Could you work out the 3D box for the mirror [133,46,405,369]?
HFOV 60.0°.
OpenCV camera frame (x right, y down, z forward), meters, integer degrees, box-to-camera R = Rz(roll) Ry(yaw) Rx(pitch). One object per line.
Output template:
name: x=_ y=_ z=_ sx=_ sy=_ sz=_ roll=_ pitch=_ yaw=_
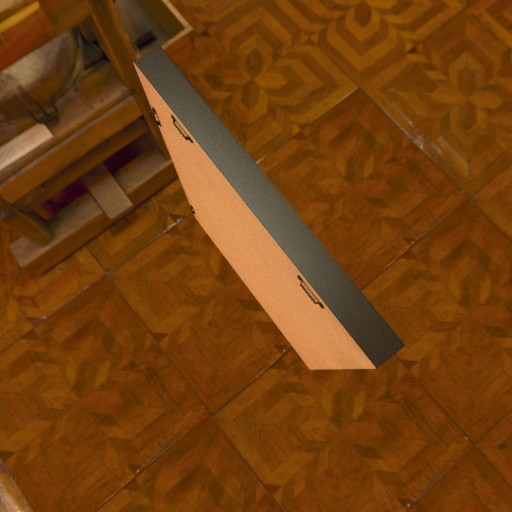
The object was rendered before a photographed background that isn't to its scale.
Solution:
mirror: x=0.000 y=0.000 z=0.691 sx=0.041 sy=0.509 sz=0.406 roll=-36 pitch=78 yaw=-9
